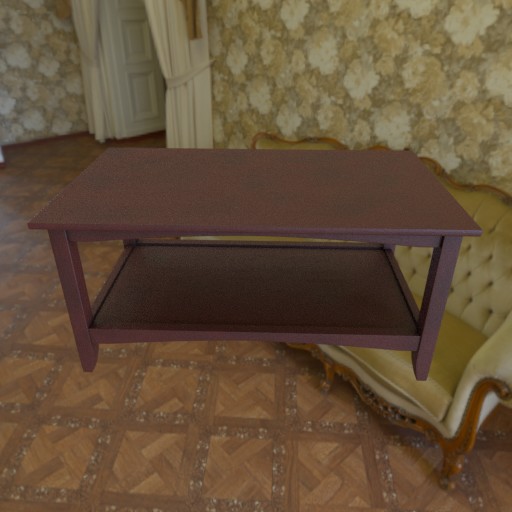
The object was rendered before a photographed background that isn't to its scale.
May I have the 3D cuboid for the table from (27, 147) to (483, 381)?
[{"bbox_3d":[0.000,0.000,1.258,0.943,0.456,0.533,1,31,2],"label":"table"}]
